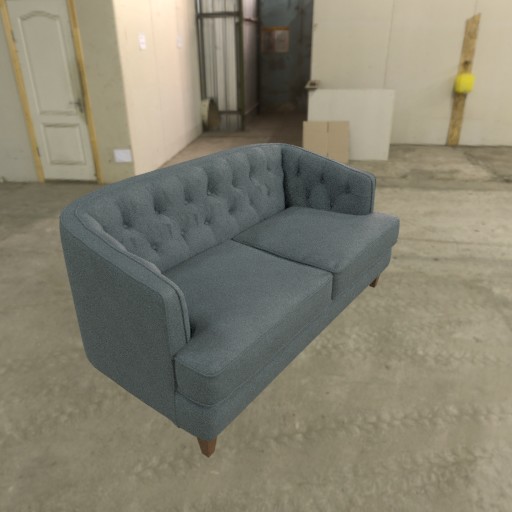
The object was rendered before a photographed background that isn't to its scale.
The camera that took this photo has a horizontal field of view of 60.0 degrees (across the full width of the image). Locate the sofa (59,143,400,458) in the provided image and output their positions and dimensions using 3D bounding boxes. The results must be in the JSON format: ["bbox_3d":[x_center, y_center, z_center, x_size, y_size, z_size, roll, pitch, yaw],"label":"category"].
[{"bbox_3d":[0.000,0.000,2.278,0.941,0.855,1.733,18,32,32],"label":"sofa"}]
